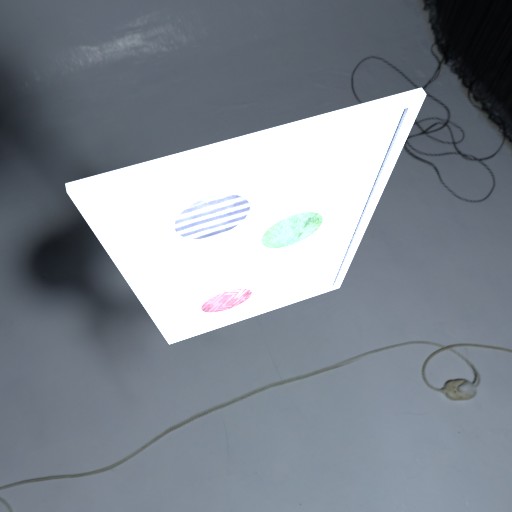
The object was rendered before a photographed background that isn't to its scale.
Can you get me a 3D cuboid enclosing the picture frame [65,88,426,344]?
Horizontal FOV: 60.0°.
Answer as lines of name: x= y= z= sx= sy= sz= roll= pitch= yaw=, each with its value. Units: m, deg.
picture frame: x=0.000 y=0.000 z=0.832 sx=0.457 sy=0.657 sz=0.013 roll=-17 pitch=65 yaw=-8
